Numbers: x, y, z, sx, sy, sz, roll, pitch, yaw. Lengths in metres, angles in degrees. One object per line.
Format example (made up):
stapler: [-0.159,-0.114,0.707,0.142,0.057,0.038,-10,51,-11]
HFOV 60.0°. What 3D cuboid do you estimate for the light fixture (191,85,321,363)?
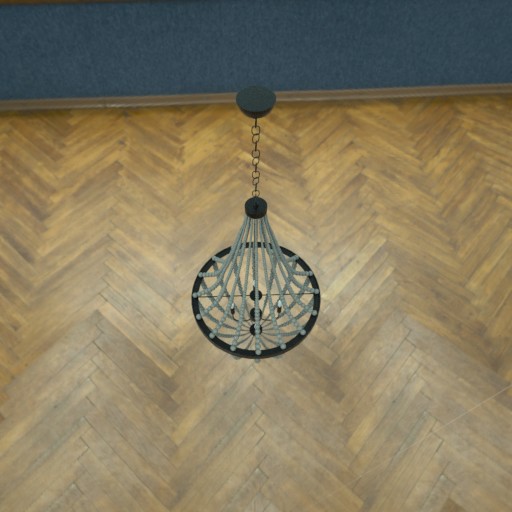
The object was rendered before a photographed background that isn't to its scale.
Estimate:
light fixture: [0.000,0.000,1.335,0.450,1.133,0.450,0,57,0]
